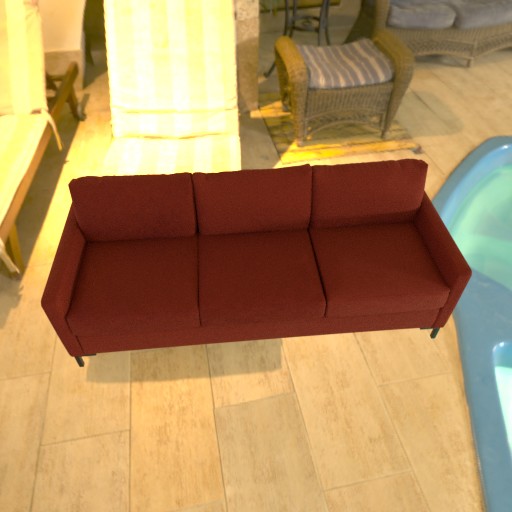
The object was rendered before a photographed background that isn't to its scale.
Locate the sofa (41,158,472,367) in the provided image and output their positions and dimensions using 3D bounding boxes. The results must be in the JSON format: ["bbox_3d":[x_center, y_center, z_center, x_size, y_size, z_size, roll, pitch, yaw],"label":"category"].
[{"bbox_3d":[0.000,0.000,2.667,2.252,0.879,0.875,-4,46,-4],"label":"sofa"}]
